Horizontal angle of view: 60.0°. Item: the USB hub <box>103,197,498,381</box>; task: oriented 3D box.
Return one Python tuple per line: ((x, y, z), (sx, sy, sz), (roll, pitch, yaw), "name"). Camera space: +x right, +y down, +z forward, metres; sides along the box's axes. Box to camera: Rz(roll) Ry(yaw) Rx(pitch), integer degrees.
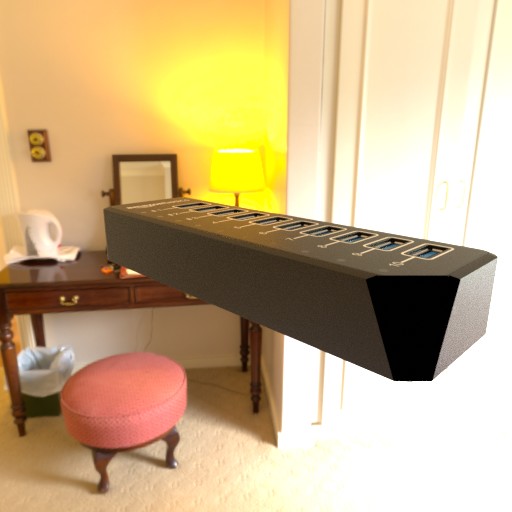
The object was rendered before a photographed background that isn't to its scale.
((0.000, 0.000, 0.157), (0.044, 0.023, 0.145), (-15, 22, -43), "USB hub")
